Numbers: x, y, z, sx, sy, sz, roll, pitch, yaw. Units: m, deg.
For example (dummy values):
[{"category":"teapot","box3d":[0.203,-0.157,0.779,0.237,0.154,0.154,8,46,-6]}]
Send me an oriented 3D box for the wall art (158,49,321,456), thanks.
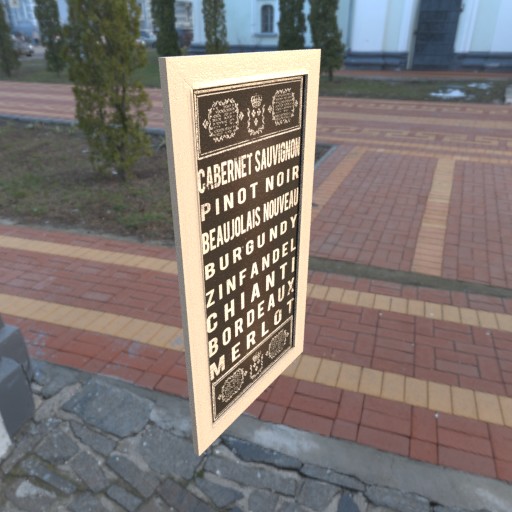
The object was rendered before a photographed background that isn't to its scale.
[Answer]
[{"category":"wall art","box3d":[0.000,0.000,0.817,0.013,0.683,0.380,18,32,32]}]
